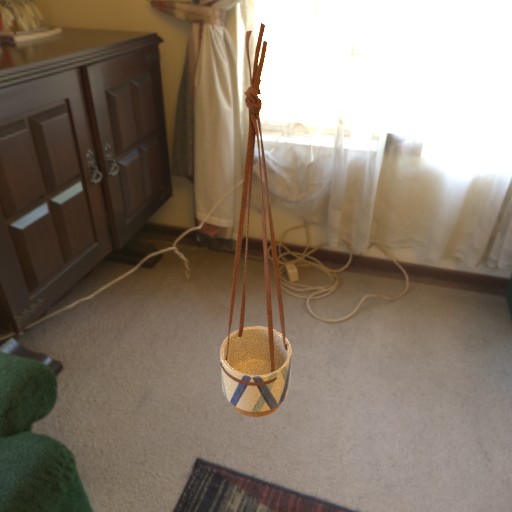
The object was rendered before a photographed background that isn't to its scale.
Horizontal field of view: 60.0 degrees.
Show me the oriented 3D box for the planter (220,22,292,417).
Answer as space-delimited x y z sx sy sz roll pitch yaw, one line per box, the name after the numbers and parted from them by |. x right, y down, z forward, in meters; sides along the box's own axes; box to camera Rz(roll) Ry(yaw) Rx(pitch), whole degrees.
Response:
0.000 0.000 0.814 0.153 0.753 0.157 0 33 1 | planter
